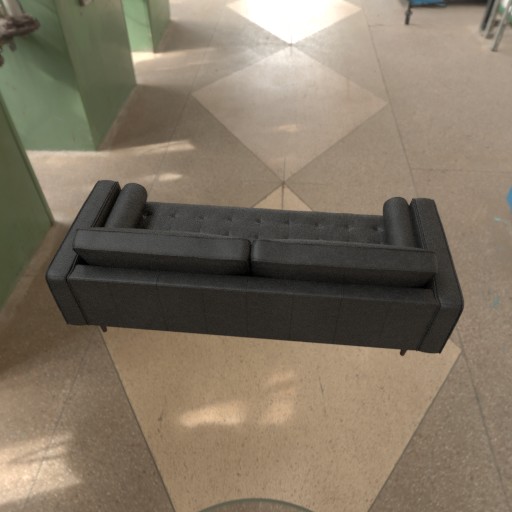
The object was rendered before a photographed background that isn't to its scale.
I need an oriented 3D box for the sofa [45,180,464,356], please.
[{"bbox_3d":[0.000,0.000,2.700,2.210,0.762,0.914,4,46,4],"label":"sofa"}]
